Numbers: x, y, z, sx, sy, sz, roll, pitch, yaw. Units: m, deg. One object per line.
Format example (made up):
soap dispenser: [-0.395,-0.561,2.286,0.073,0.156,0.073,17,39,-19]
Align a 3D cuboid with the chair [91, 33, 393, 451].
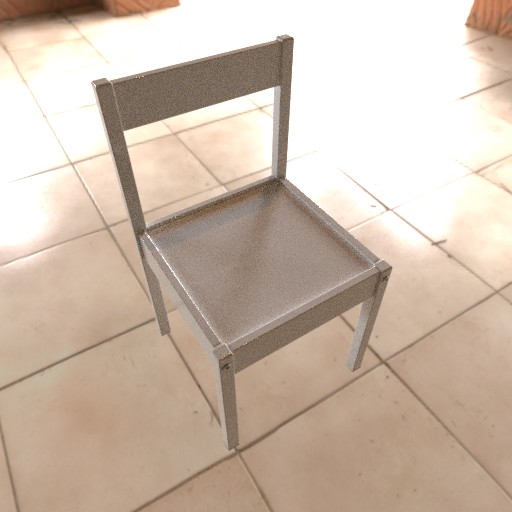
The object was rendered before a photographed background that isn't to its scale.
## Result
chair: [0.000,0.000,0.673,0.285,0.505,0.285,-25,51,-22]
